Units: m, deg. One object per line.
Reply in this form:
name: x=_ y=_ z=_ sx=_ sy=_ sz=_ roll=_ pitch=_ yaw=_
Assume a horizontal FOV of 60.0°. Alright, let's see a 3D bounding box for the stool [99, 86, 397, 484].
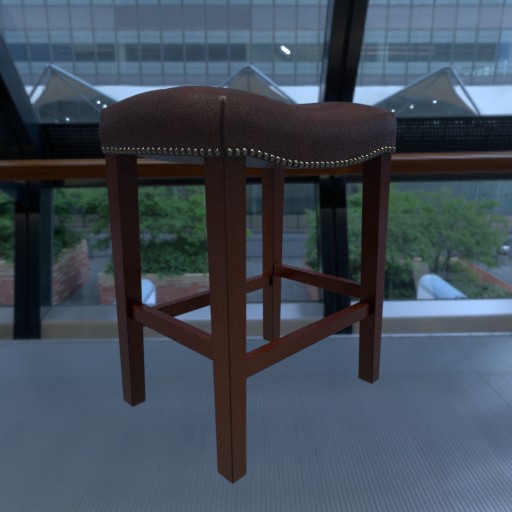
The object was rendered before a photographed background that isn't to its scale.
stool: x=0.000 y=0.000 z=0.968 sx=0.372 sy=0.657 sz=0.504 roll=14 pitch=20 yaw=43
